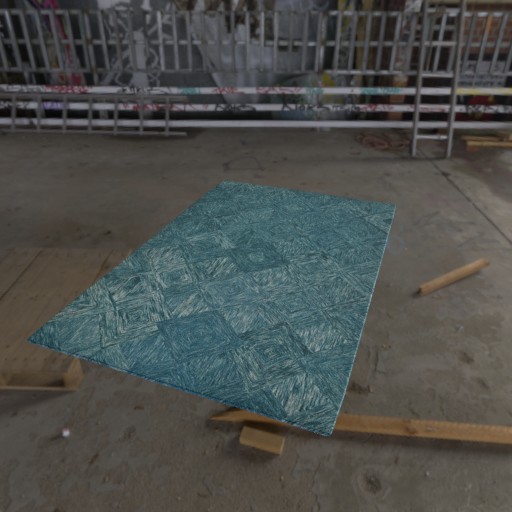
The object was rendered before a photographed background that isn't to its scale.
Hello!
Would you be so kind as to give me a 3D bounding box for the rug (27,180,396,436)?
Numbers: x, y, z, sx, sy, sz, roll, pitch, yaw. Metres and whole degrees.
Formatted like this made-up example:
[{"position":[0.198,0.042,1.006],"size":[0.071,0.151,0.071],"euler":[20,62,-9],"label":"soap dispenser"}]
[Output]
[{"position":[0.000,0.000,2.129],"size":[1.136,0.017,1.728],"euler":[11,32,18],"label":"rug"}]
